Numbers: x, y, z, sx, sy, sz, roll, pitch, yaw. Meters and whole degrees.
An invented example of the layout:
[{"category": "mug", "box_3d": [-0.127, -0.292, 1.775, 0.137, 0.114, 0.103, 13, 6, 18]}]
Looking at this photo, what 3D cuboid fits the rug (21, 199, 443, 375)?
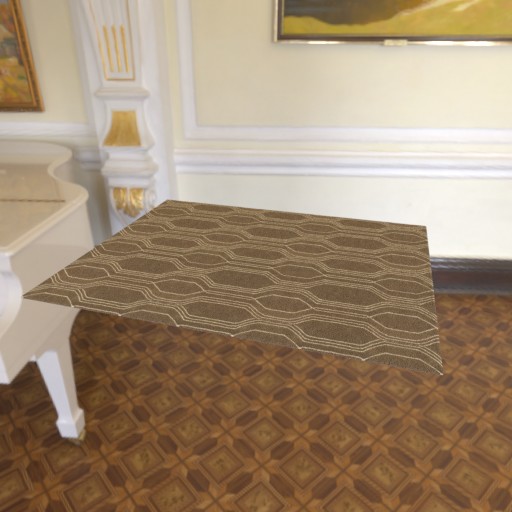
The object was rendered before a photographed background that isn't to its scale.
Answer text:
[{"category": "rug", "box_3d": [0.000, 0.000, 4.083, 3.062, 0.012, 2.457, 8, 27, 15]}]
